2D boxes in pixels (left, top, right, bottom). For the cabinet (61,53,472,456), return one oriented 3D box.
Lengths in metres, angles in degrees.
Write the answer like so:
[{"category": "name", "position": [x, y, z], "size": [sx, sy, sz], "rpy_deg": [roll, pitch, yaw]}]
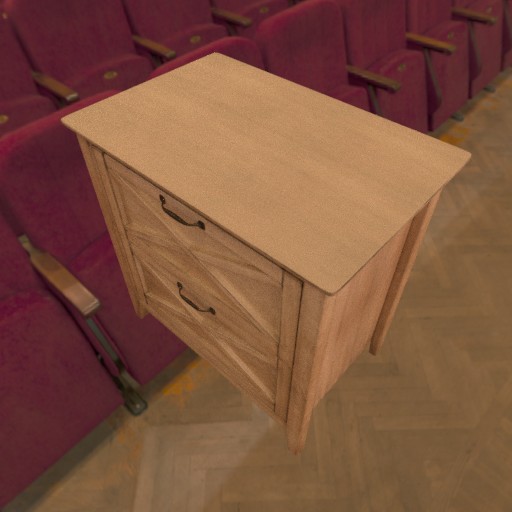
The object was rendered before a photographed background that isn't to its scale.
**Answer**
[{"category": "cabinet", "position": [0.000, 0.000, 1.238], "size": [0.763, 0.762, 0.503], "rpy_deg": [33, 55, 27]}]
